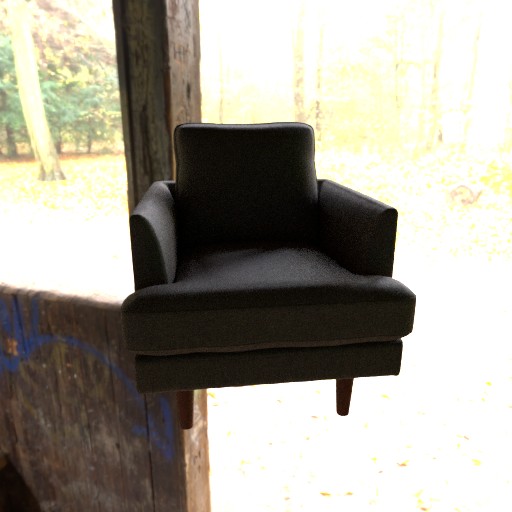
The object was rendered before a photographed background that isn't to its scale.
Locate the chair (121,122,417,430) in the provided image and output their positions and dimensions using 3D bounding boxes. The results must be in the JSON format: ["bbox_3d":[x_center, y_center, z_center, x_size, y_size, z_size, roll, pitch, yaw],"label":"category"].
[{"bbox_3d":[0.000,0.000,1.649,0.858,0.957,0.899,-2,17,-7],"label":"chair"}]
